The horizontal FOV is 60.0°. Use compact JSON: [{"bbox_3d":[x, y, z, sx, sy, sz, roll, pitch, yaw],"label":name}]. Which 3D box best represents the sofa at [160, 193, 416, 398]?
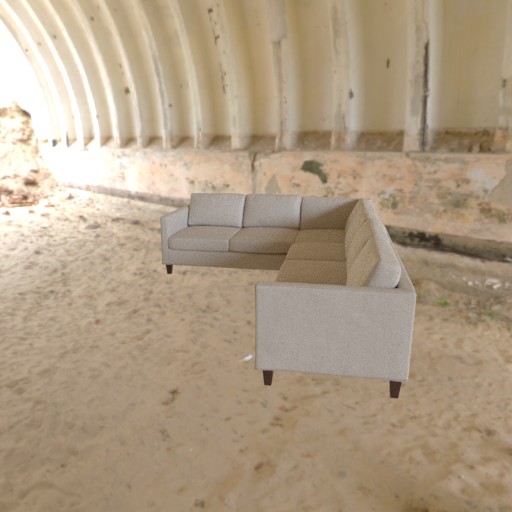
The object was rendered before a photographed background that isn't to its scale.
[{"bbox_3d":[0.000,0.000,4.244,2.432,0.863,3.182,3,15,10],"label":"sofa"}]
